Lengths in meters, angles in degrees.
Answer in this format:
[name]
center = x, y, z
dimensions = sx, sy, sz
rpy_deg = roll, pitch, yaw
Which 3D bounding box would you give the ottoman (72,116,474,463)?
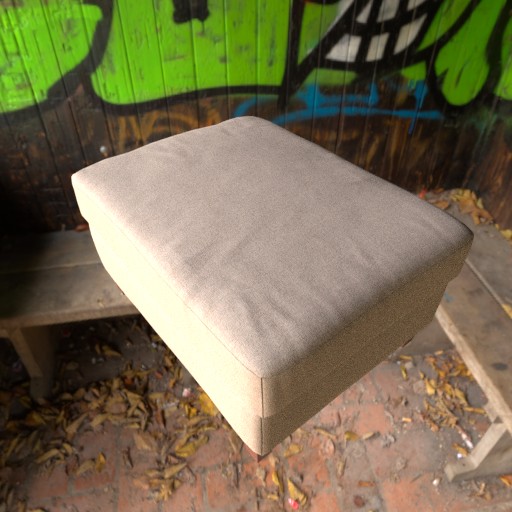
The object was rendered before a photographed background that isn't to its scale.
[ottoman]
center = 0.000, 0.000, 1.295
dimensions = 0.692, 0.511, 0.902
rpy_deg = -27, 48, -28
